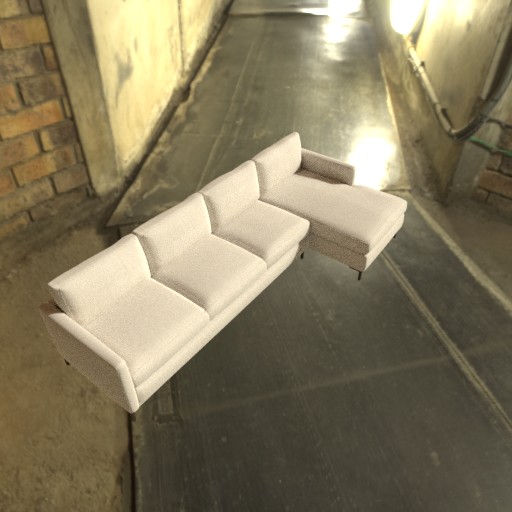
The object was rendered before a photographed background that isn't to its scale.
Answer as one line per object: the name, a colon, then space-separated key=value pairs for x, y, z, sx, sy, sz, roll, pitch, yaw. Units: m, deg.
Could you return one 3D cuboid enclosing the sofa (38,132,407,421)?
sofa: x=0.000 y=0.000 z=2.940 sx=1.126 sy=0.677 sz=2.445 roll=26 pitch=47 yaw=28
